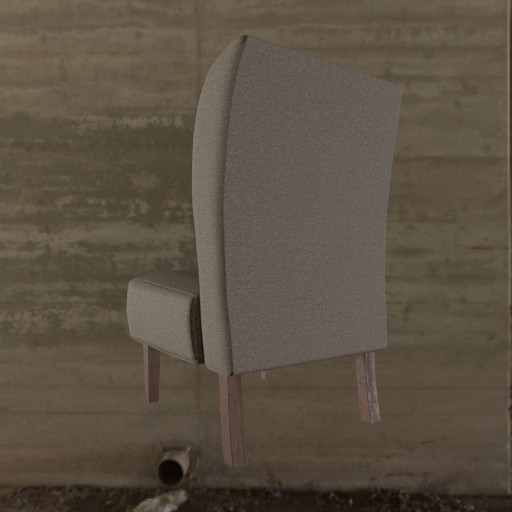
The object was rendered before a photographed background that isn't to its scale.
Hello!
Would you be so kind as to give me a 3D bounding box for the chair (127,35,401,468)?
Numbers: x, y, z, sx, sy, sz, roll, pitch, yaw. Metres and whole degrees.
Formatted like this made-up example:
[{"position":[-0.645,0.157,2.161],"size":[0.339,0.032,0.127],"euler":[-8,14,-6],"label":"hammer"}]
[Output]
[{"position":[0.000,0.000,1.155],"size":[0.513,0.804,0.592],"euler":[0,0,-35],"label":"chair"}]
